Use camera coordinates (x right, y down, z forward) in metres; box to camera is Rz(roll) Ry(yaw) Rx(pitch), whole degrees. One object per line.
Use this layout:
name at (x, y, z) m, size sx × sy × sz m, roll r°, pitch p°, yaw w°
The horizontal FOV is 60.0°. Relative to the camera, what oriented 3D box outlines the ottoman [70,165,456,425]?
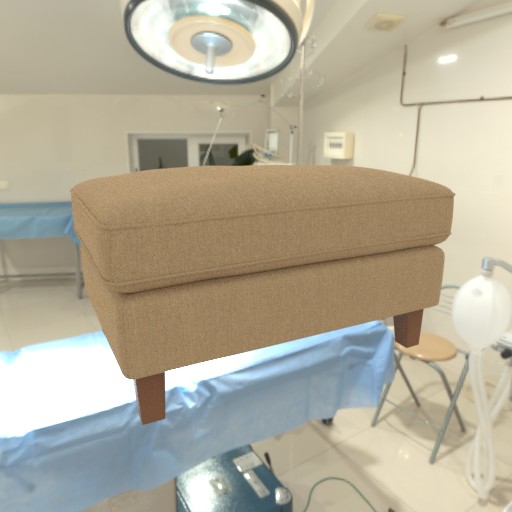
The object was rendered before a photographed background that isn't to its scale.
ottoman at (0.000, 0.000, 1.303) m, size 0.945 × 0.521 × 0.636 m, roll -8°, pitch 17°, yaw -26°
